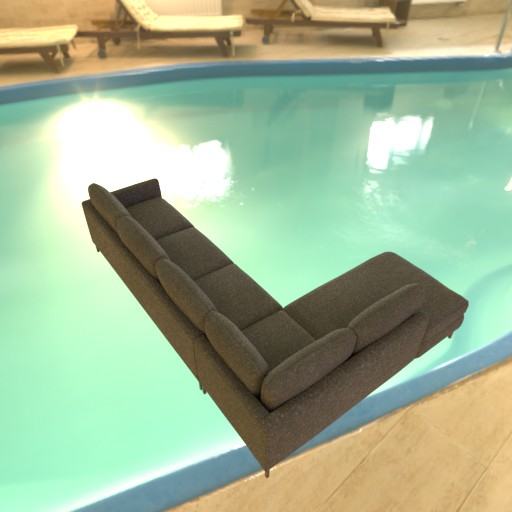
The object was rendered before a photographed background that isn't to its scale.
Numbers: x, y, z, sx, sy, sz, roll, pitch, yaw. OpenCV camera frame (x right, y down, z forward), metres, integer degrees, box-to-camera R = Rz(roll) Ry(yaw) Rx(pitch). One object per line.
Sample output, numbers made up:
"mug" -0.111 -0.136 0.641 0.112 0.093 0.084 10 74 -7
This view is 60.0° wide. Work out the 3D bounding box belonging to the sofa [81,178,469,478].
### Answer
"sofa" 0.000 0.000 3.889 2.007 0.815 2.949 -25 46 -28
